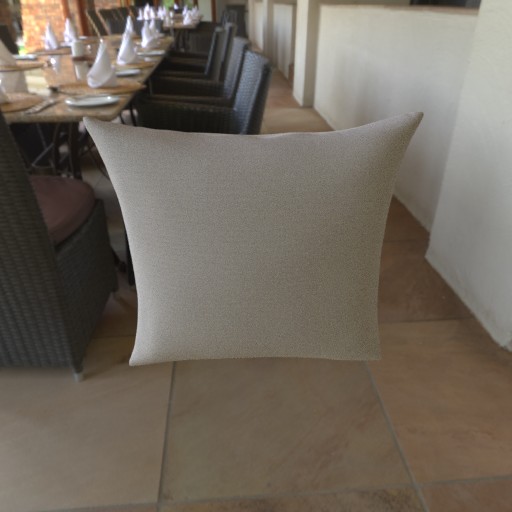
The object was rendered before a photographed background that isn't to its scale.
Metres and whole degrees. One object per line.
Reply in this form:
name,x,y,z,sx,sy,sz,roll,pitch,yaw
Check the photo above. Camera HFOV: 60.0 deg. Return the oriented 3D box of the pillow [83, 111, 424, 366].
pillow,0.000,0.000,0.786,0.512,0.497,0.204,-1,30,-1
